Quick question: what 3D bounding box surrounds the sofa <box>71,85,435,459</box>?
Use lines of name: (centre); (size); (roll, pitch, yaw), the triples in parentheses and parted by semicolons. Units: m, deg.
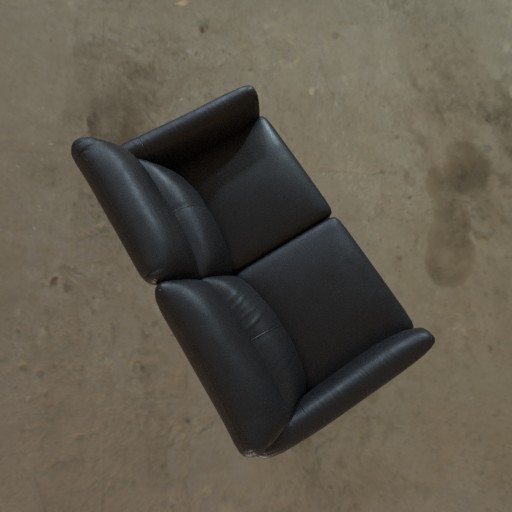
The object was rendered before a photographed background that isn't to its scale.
sofa: (0.000, 0.000, 2.116); (0.958, 0.920, 1.596); (-31, 76, -8)
